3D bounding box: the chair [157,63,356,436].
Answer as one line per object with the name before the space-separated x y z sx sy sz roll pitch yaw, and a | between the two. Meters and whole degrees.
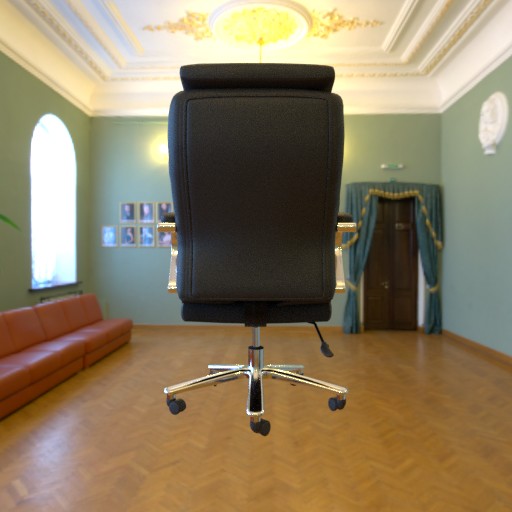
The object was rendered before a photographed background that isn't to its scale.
chair | 0.000 0.000 1.721 0.755 1.183 0.790 0 0 0
